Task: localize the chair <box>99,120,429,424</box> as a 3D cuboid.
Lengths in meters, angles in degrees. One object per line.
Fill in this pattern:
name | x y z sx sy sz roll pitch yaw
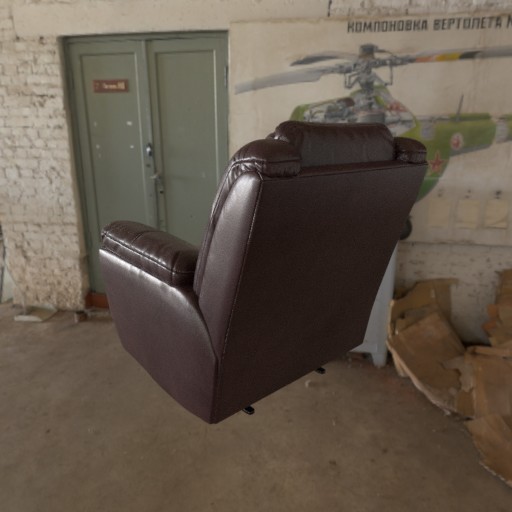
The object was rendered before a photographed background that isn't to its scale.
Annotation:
chair | 0.000 0.000 1.899 0.990 1.093 1.041 -14 21 -41
